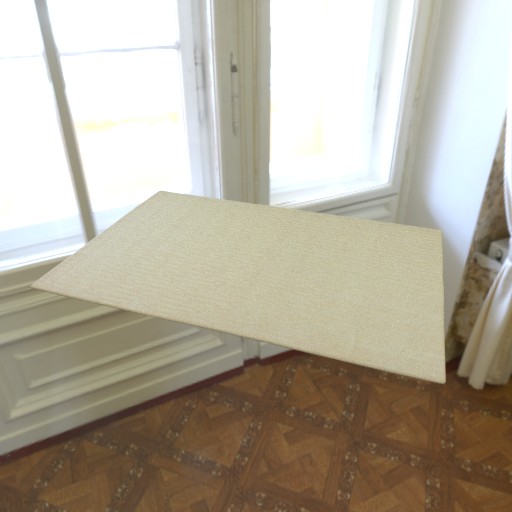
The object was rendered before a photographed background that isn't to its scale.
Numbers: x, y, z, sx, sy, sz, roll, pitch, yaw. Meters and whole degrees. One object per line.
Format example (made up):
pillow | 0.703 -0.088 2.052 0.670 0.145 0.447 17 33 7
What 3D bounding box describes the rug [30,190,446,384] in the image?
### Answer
rug | 0.000 0.000 2.320 1.848 0.014 1.238 10 32 16
